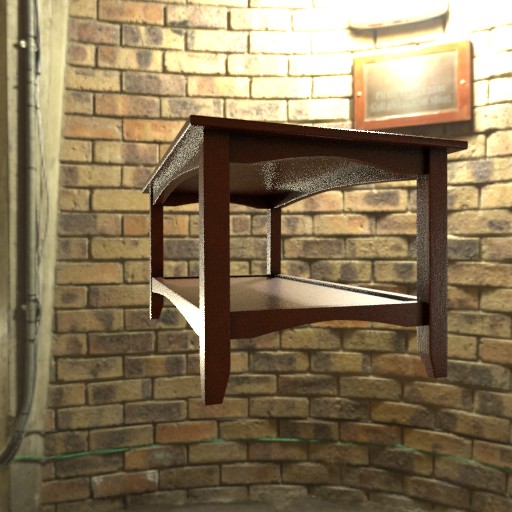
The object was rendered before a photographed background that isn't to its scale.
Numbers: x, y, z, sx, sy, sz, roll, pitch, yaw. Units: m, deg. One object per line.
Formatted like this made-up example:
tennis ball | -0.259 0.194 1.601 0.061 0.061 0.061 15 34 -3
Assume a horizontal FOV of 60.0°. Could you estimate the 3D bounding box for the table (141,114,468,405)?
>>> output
table | 0.000 0.000 1.207 0.533 0.456 0.943 0 1 -19
